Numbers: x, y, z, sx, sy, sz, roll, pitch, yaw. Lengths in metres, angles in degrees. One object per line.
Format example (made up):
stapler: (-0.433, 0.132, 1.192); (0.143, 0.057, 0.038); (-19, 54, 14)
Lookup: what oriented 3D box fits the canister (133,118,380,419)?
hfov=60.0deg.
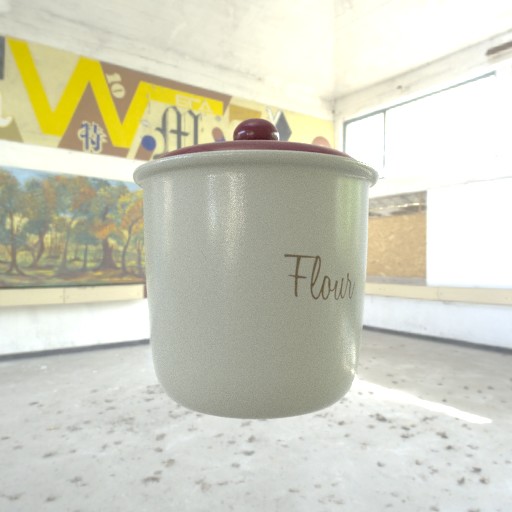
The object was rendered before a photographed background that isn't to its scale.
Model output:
canister: (0.000, 0.000, 0.338); (0.182, 0.208, 0.182); (0, -1, 0)
